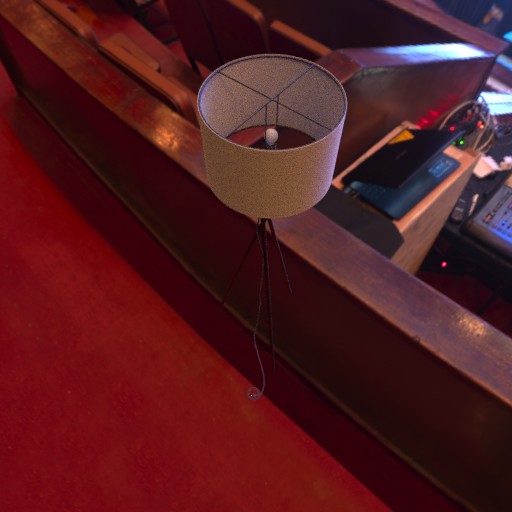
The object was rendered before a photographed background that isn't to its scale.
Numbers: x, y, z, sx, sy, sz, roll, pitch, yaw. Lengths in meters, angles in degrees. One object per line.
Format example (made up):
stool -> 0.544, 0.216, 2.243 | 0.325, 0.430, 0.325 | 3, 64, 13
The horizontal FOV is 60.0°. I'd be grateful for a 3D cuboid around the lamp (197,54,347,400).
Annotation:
lamp -> 0.000, 0.000, 1.949 | 0.522, 1.624, 0.667 | 34, 63, 20
